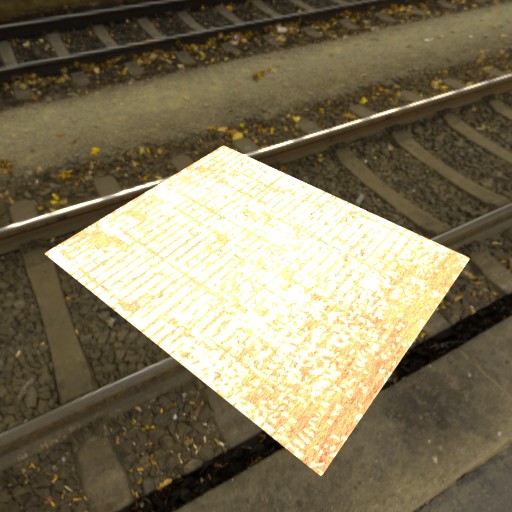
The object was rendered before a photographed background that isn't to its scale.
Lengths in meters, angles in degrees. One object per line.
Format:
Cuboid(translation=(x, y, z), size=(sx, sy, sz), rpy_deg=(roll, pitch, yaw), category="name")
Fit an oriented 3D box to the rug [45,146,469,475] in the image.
Cuboid(translation=(0.000, 0.000, 4.069), size=(3.050, 0.011, 2.441), rpy_deg=(30, 52, 27), category="rug")
